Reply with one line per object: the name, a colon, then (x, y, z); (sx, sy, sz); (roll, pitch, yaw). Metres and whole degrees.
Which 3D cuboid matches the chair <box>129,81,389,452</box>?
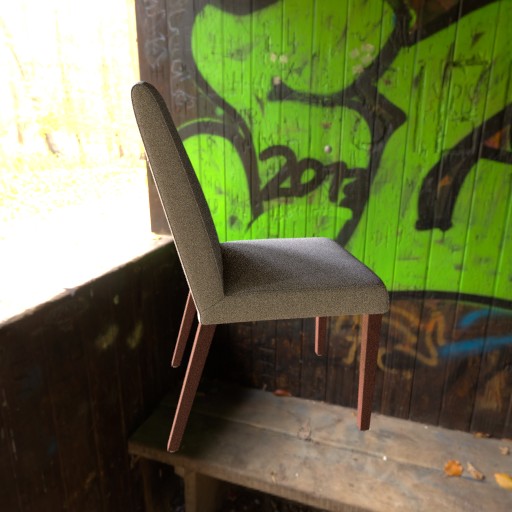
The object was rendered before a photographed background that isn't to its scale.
chair: (0.000, 0.000, 1.246); (0.594, 0.900, 0.480); (-3, 17, -8)
